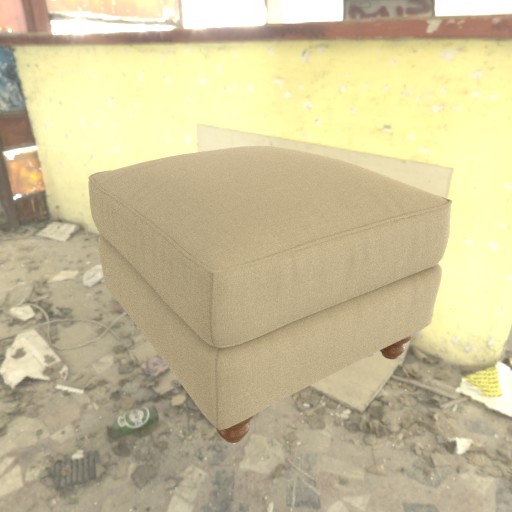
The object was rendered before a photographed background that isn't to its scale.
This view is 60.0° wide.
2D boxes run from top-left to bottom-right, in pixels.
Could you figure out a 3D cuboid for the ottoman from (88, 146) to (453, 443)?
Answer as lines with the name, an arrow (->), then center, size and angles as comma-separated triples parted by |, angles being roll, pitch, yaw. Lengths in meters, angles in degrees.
ottoman -> 0.000, 0.000, 1.160 | 0.662, 0.505, 0.716 | -16, 29, -30
